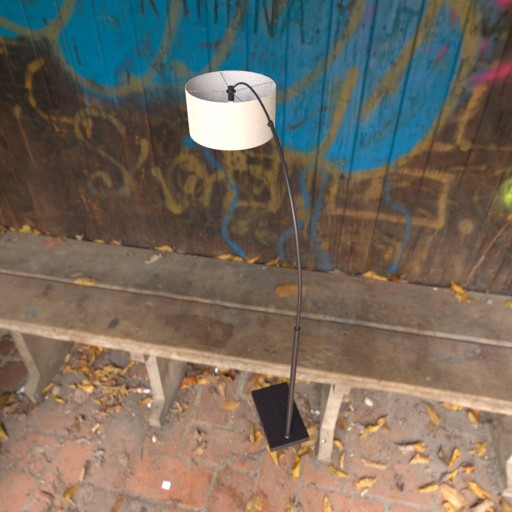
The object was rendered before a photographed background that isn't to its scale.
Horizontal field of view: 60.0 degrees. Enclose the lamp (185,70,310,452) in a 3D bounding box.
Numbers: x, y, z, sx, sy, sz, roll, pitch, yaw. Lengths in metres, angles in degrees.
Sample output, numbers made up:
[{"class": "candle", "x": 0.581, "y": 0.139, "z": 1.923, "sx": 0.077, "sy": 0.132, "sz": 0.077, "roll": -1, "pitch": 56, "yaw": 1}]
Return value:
[{"class": "lamp", "x": 0.000, "y": 0.000, "z": 2.622, "sx": 0.493, "sy": 1.927, "sz": 1.424, "roll": -11, "pitch": 42, "yaw": -13}]
